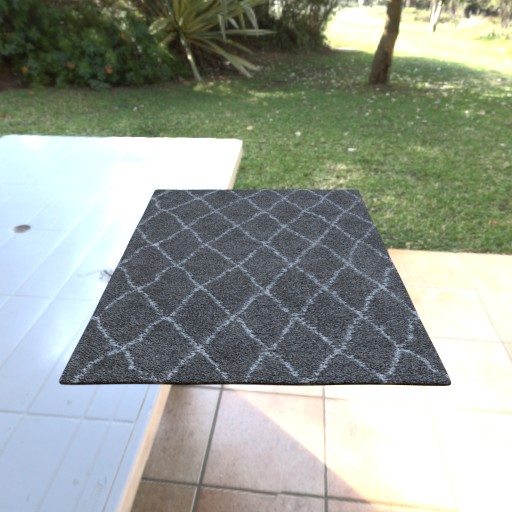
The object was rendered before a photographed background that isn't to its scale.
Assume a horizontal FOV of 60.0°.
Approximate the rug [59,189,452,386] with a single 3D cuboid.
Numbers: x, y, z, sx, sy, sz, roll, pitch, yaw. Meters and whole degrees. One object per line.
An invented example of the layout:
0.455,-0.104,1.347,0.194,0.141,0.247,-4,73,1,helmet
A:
0.000,0.000,4.028,2.438,0.029,3.047,0,31,0,rug
